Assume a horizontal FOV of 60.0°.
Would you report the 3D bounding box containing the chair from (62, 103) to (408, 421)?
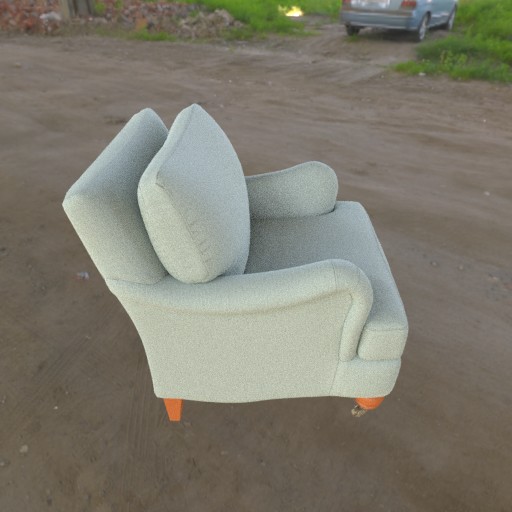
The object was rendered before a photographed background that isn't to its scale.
[{"bbox_3d":[0.000,0.000,1.822,1.070,1.038,0.955,1,34,1],"label":"chair"}]
